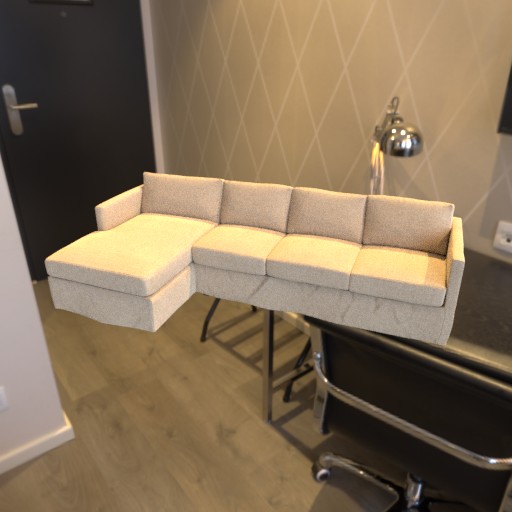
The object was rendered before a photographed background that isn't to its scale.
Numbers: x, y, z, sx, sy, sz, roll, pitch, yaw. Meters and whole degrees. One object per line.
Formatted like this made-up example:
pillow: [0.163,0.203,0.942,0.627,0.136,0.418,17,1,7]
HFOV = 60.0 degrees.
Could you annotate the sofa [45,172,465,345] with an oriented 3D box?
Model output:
sofa: [0.000,0.000,3.788,3.205,0.922,1.650,10,27,19]
